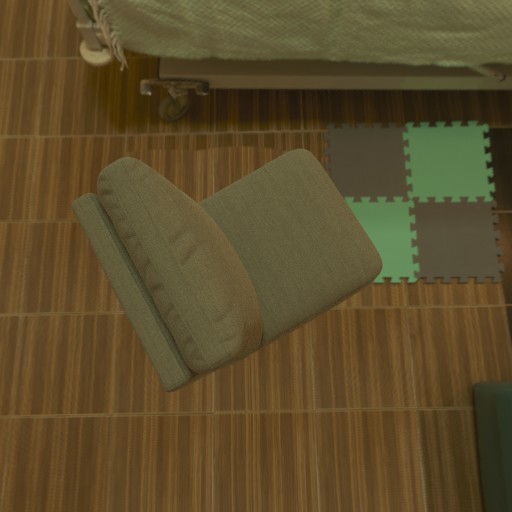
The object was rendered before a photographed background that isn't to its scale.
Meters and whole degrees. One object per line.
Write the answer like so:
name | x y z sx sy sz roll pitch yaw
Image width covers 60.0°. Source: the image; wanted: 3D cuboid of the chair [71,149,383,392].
chair | 0.000 0.000 1.360 0.698 0.927 0.503 -29 79 -6
